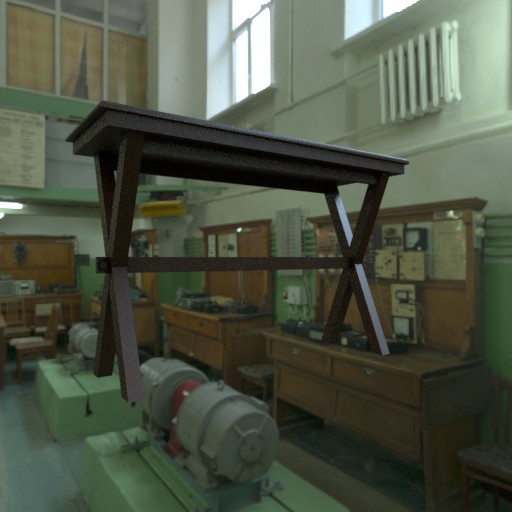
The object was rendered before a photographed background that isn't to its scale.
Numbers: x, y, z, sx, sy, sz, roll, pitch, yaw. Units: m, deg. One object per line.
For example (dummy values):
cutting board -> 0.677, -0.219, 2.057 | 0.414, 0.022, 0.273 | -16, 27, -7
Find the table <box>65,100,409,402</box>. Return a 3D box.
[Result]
table -> 0.000, 0.000, 1.583 | 1.197, 0.763, 0.399 | 0, 0, -34
